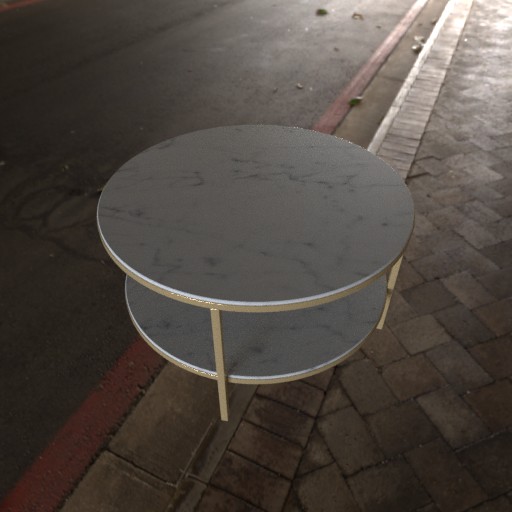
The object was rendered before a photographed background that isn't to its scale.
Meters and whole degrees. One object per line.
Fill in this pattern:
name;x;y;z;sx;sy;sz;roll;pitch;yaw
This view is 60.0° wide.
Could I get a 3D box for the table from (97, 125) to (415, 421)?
table;0.000;0.000;1.295;0.800;0.450;0.800;0;41;0
